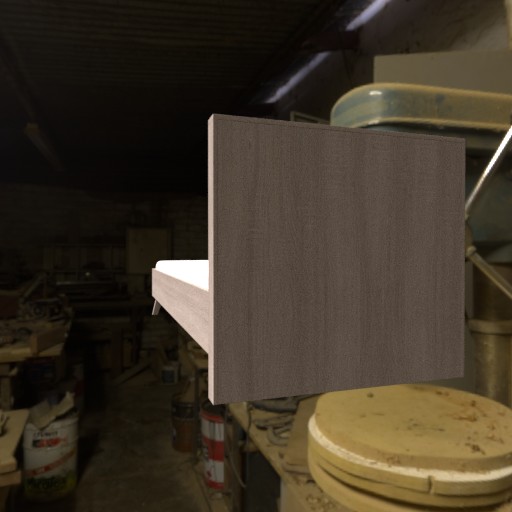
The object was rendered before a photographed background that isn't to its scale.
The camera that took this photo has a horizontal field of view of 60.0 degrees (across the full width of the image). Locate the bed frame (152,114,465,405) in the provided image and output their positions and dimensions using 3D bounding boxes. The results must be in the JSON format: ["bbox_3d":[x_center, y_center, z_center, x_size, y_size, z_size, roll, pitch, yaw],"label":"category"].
[{"bbox_3d":[0.000,0.000,2.570,0.990,0.920,2.140,0,1,-18],"label":"bed frame"}]
